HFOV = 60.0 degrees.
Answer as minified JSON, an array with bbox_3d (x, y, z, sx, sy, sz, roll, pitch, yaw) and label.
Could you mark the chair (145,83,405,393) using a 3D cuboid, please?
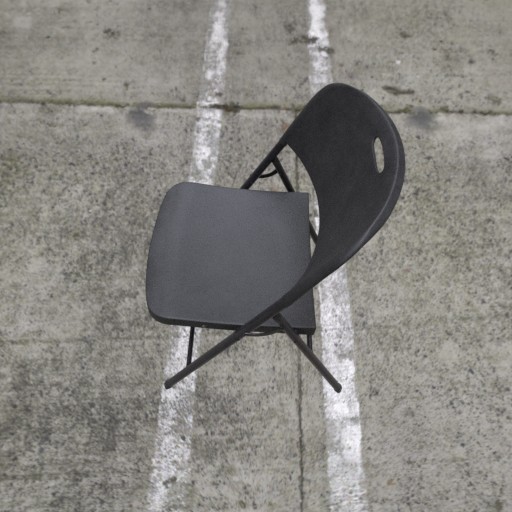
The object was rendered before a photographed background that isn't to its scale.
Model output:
[{"bbox_3d":[0.000,0.000,1.185,0.566,0.810,0.494,1,57,1],"label":"chair"}]
